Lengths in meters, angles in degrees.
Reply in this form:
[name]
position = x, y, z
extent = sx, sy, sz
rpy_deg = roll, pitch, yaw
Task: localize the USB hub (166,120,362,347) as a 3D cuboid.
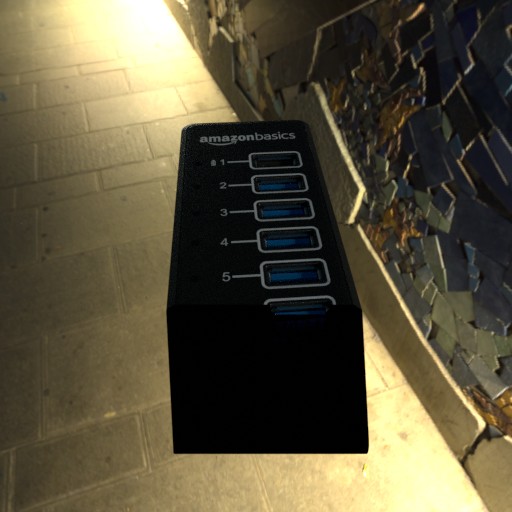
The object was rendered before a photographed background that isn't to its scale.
[USB hub]
position = 0.000, 0.000, 0.126
extent = 0.044, 0.023, 0.110
rpy_deg = -3, 47, -3
